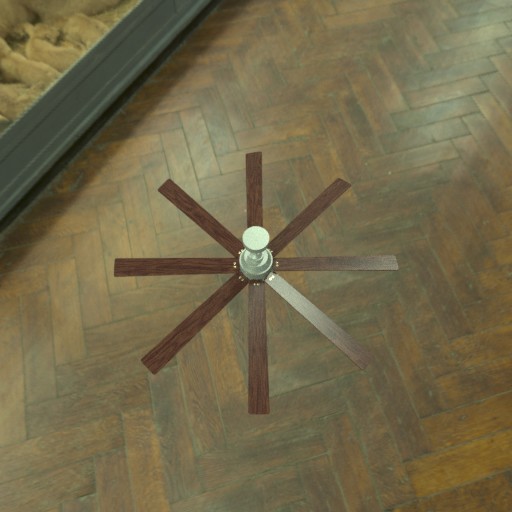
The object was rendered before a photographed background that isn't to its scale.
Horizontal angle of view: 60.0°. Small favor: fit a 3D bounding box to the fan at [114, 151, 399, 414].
[{"bbox_3d":[0.000,0.000,2.748,1.830,0.472,1.830,-1,64,0],"label":"fan"}]
